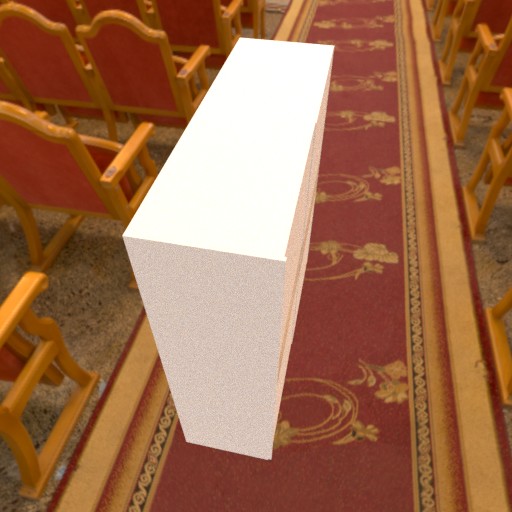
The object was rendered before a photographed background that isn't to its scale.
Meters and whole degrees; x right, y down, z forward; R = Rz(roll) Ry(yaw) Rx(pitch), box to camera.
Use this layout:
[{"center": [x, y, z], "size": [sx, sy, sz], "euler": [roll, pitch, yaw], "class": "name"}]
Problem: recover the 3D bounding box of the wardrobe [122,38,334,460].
[{"center": [0.000, 0.000, 2.912], "size": [0.600, 2.020, 1.830], "euler": [9, 48, 8], "class": "wardrobe"}]
